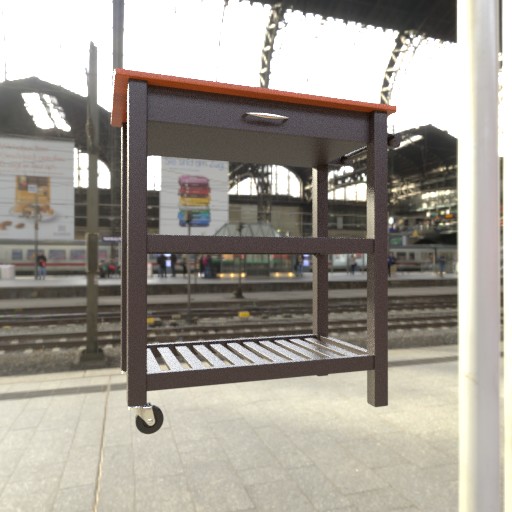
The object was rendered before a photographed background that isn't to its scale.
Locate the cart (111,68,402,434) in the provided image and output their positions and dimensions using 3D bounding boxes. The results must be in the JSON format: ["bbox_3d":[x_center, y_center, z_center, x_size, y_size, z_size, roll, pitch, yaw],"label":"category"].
[{"bbox_3d":[0.000,0.000,1.455,0.899,0.927,0.457,0,-1,-19],"label":"cart"}]
